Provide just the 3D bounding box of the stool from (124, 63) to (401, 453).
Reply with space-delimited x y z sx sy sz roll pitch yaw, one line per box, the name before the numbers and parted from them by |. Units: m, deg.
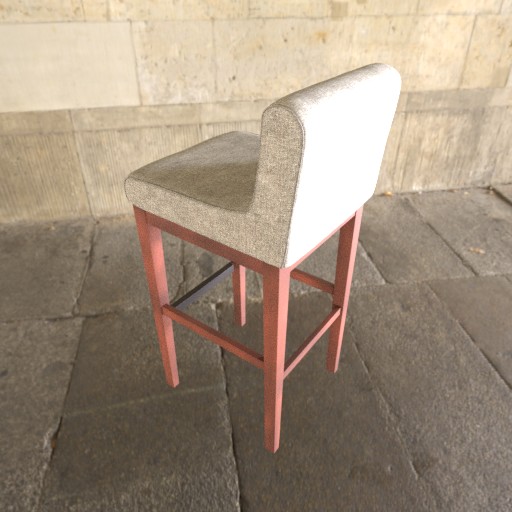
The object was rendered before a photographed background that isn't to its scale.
stool | 0.000 0.000 1.197 0.499 0.965 0.426 22 39 29
